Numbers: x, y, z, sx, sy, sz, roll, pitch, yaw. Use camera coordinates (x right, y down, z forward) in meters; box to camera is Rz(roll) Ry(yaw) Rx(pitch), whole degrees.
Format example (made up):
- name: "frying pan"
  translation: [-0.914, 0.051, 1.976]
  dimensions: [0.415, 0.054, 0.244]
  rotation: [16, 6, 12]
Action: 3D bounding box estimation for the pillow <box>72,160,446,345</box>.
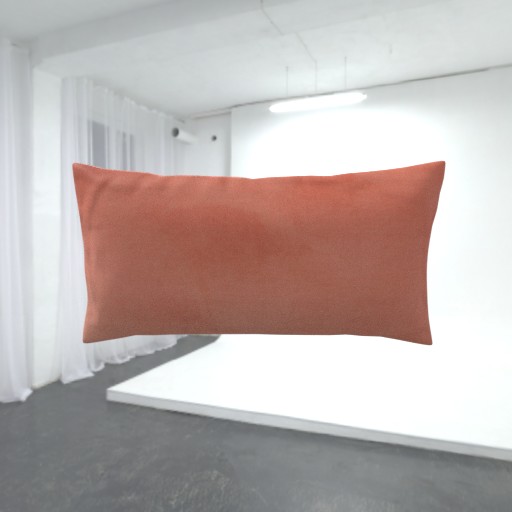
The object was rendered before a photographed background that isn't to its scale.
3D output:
- name: "pillow"
  translation: [0.000, 0.000, 0.745]
  dimensions: [0.608, 0.307, 0.155]
  rotation: [0, 1, 2]
